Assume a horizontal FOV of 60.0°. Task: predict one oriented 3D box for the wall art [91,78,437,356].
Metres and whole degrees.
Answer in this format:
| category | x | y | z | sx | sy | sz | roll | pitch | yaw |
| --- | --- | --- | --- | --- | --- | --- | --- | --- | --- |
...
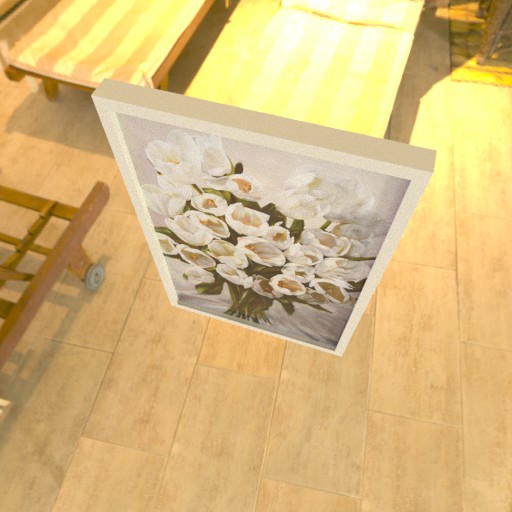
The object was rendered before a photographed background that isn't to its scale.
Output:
| category | x | y | z | sx | sy | sz | roll | pitch | yaw |
| --- | --- | --- | --- | --- | --- | --- | --- | --- | --- |
| wall art | 0.000 | 0.000 | 0.550 | 0.293 | 0.428 | 0.025 | 15 | 60 | 9 |
